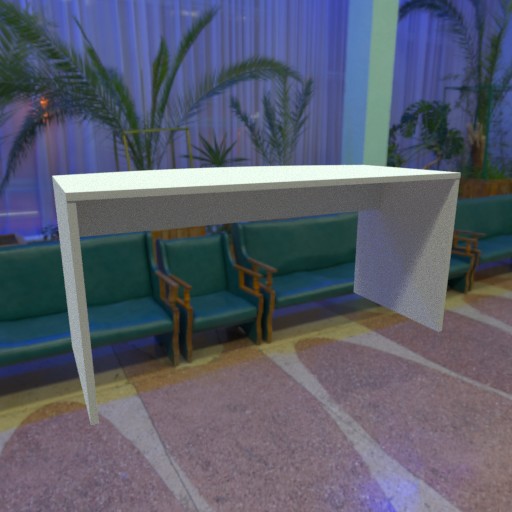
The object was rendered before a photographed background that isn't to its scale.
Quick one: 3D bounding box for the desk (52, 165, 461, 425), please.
[{"bbox_3d":[0.000,0.000,2.027,1.600,0.750,0.802,-7,17,-26],"label":"desk"}]
